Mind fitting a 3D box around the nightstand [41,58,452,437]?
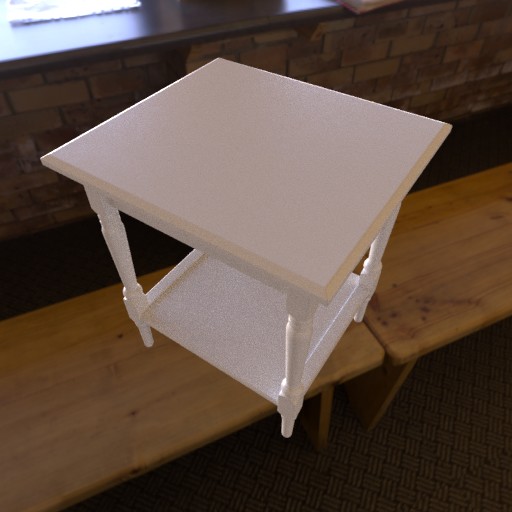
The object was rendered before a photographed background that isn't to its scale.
[{"bbox_3d":[0.000,0.000,0.923,0.505,0.555,0.459,26,51,23],"label":"nightstand"}]
